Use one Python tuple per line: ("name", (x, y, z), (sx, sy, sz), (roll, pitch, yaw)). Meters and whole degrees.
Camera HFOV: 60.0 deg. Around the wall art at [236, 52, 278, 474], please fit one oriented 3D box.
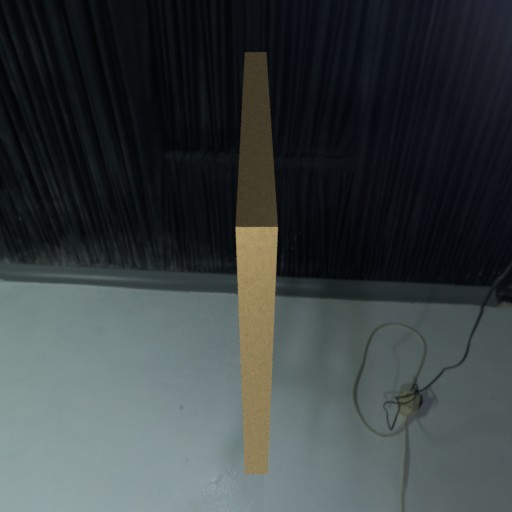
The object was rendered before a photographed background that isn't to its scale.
("wall art", (0.000, 0.000, 1.905), (0.095, 1.284, 1.284), (0, 41, 0))
